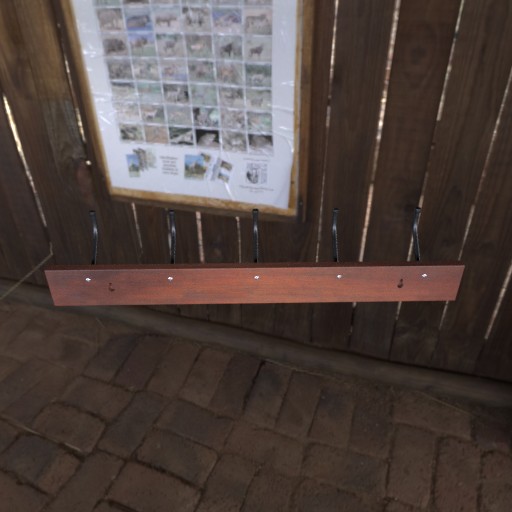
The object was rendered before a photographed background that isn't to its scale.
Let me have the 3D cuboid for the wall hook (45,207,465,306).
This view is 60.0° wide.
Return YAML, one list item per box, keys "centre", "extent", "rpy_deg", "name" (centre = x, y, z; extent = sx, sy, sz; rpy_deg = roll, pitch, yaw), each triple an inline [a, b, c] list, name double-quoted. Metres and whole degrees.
- centre: [0.000, 0.000, 0.633]
  extent: [0.571, 0.117, 0.071]
  rpy_deg: [-1, 31, -1]
  name: "wall hook"
